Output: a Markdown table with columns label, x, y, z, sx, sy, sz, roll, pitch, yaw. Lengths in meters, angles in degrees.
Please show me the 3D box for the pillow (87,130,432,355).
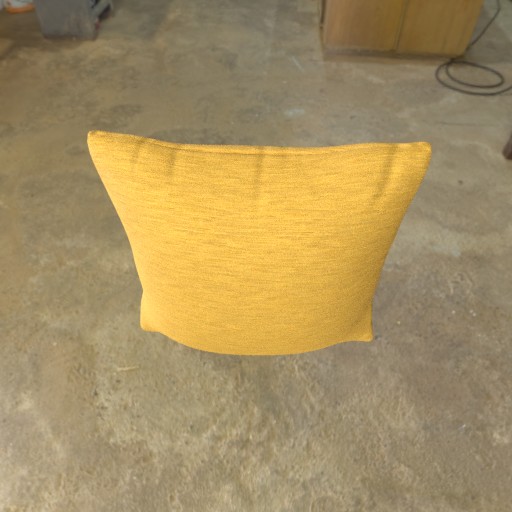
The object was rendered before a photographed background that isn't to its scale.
| label | x | y | z | sx | sy | sz | roll | pitch | yaw |
| --- | --- | --- | --- | --- | --- | --- | --- | --- | --- |
| pillow | 0.000 | 0.000 | 0.693 | 0.435 | 0.417 | 0.247 | 3 | 46 | 2 |
